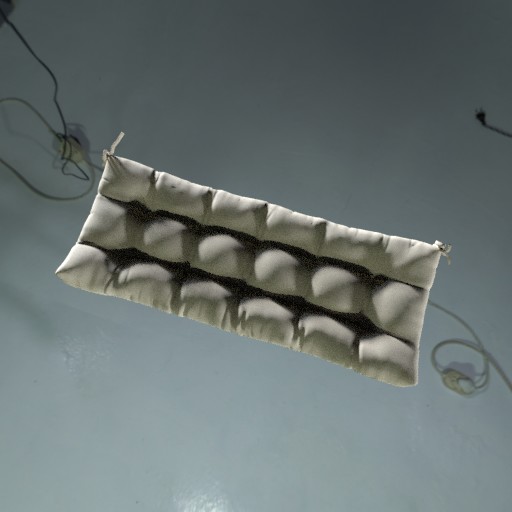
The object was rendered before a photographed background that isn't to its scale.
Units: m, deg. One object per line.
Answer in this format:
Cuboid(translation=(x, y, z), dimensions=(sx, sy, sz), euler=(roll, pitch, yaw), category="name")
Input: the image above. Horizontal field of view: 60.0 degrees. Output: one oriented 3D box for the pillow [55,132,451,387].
Cuboid(translation=(0.000, 0.000, 1.390), dimensions=(1.194, 0.174, 0.511), euler=(16, 76, 4), category="pillow")
